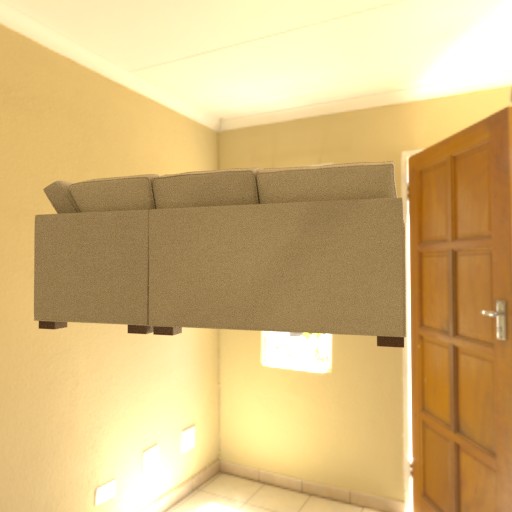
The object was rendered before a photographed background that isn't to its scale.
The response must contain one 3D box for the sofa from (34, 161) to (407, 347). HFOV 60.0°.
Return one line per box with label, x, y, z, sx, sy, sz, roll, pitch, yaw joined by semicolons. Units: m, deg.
sofa;0.000;0.000;3.438;2.182;0.939;2.189;-1;-2;18
